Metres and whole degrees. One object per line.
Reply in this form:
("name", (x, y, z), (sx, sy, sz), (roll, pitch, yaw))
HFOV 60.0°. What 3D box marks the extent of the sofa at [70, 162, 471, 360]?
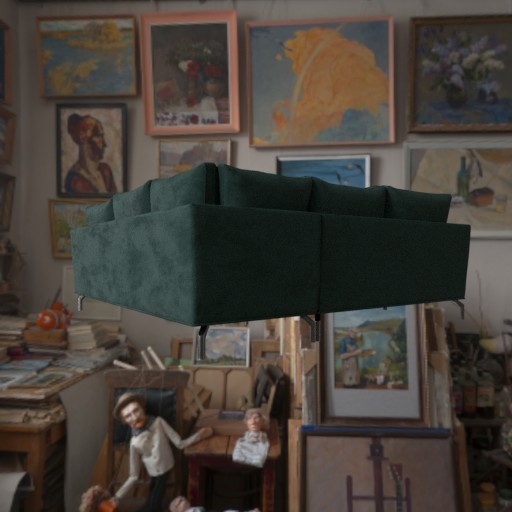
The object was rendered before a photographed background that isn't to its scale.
("sofa", (0.000, 0.000, 3.783), (2.468, 1.004, 2.452), (0, 0, -35))
